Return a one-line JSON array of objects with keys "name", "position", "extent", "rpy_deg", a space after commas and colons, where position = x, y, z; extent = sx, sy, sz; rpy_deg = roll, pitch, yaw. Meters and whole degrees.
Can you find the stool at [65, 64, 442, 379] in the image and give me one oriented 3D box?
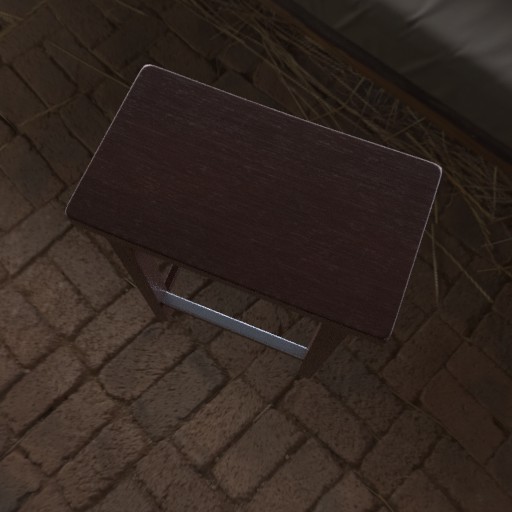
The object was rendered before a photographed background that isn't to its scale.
[{"name": "stool", "position": [0.000, 0.000, 0.827], "extent": [0.406, 0.610, 0.322], "rpy_deg": [21, 76, 6]}]
